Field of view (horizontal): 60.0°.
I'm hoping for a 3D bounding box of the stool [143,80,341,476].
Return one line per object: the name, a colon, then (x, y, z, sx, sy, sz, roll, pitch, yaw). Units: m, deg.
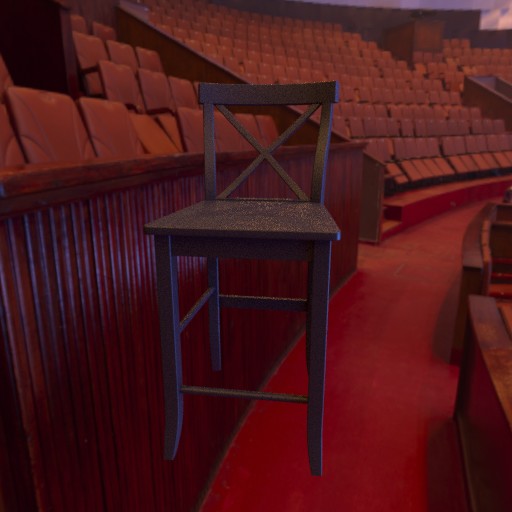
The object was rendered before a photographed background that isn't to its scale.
stool: (0.000, 0.000, 1.285, 0.452, 0.989, 0.559, 2, 16, 8)
